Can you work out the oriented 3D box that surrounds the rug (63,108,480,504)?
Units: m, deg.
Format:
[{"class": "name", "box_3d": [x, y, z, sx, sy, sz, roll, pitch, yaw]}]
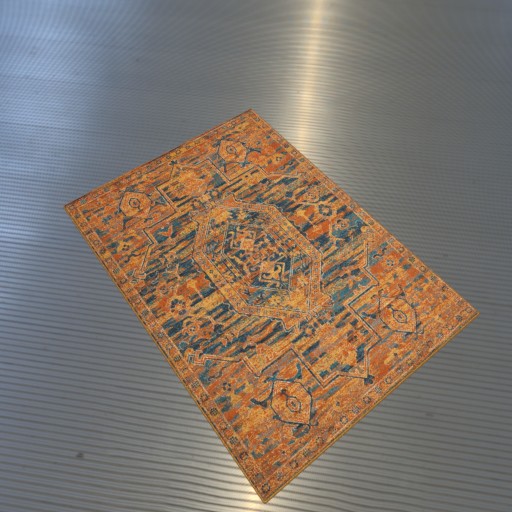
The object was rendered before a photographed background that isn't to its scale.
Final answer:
[{"class": "rug", "box_3d": [0.000, 0.000, 2.771, 1.588, 0.024, 2.204, -33, 64, -19]}]
